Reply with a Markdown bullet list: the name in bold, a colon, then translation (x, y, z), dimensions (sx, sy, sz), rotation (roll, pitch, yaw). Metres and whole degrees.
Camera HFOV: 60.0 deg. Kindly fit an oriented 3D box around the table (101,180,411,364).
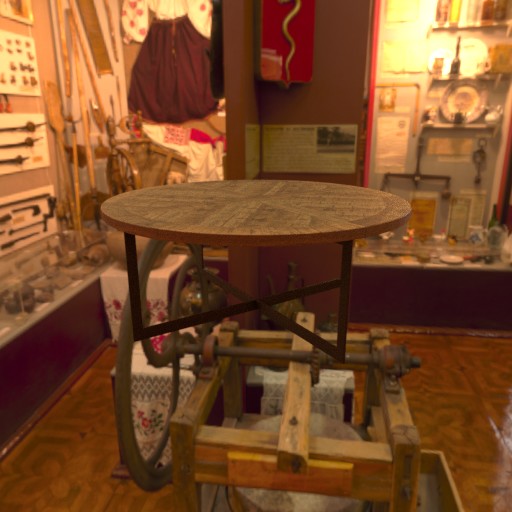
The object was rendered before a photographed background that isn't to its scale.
- **table**: translation (0.000, 0.000, 1.975), dimensions (1.264, 0.516, 1.264), rotation (0, 17, 0)
